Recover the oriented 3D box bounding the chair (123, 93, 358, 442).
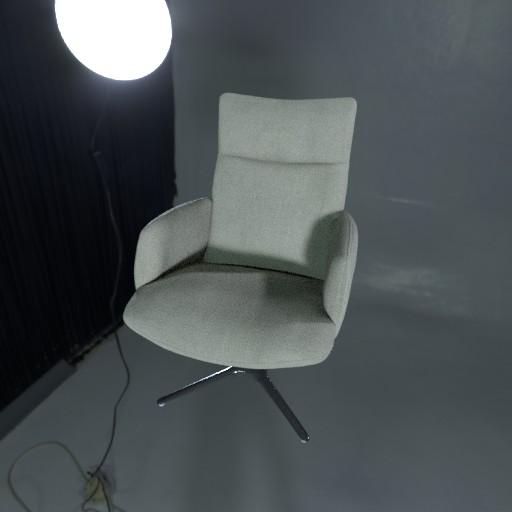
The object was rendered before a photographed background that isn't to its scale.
[{"bbox_3d":[0.000,0.000,1.594,0.711,1.016,0.889,8,27,16],"label":"chair"}]
